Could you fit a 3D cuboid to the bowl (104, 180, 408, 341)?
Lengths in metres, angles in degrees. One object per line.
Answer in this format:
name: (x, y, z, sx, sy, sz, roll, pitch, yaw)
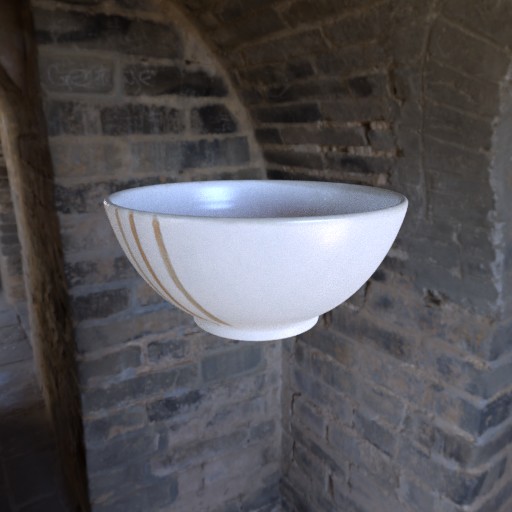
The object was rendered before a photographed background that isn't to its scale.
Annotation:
bowl: (0.000, 0.000, 0.426, 0.268, 0.121, 0.268, 0, 15, 0)
